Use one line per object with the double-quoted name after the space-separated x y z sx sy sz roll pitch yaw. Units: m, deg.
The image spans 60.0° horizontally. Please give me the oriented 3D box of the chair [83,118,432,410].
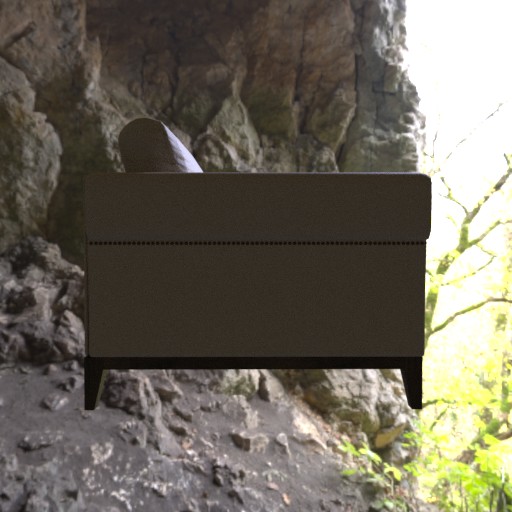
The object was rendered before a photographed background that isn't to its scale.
0.000 0.000 1.655 0.959 0.838 0.914 0 1 0 "chair"
